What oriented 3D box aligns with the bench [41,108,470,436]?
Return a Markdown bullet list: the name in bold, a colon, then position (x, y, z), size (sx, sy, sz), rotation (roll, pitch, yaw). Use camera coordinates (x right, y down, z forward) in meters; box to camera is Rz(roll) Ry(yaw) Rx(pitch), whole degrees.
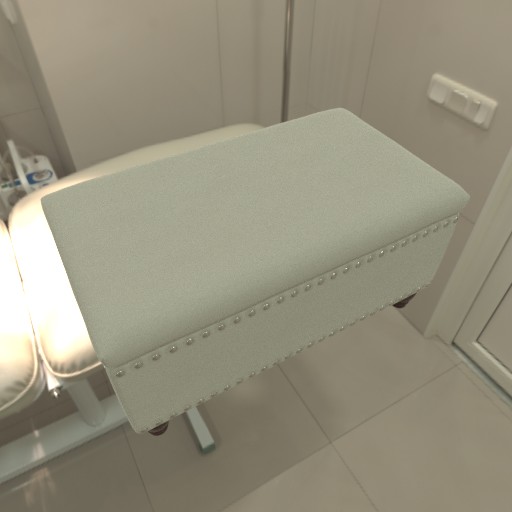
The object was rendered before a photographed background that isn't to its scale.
- **bench**: position (0.000, 0.000, 1.176), size (0.887, 0.449, 0.500), rotation (-22, 49, -20)
